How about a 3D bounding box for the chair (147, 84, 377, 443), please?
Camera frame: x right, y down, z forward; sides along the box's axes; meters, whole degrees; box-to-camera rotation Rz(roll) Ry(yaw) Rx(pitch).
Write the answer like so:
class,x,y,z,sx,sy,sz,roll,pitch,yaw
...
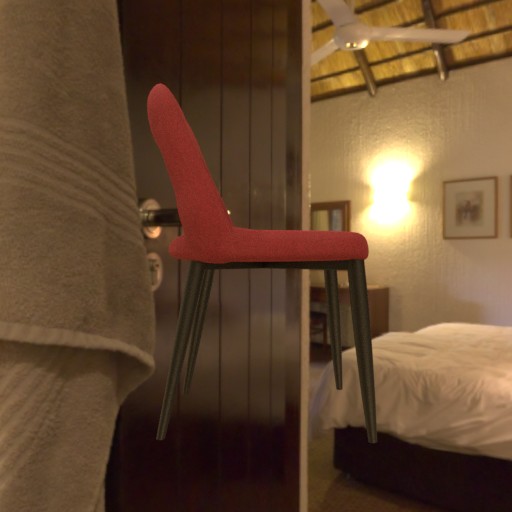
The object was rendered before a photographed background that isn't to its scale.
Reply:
class,x,y,z,sx,sy,sz,roll,pitch,yaw
chair,0.000,0.000,1.249,0.569,0.892,0.483,0,0,0
